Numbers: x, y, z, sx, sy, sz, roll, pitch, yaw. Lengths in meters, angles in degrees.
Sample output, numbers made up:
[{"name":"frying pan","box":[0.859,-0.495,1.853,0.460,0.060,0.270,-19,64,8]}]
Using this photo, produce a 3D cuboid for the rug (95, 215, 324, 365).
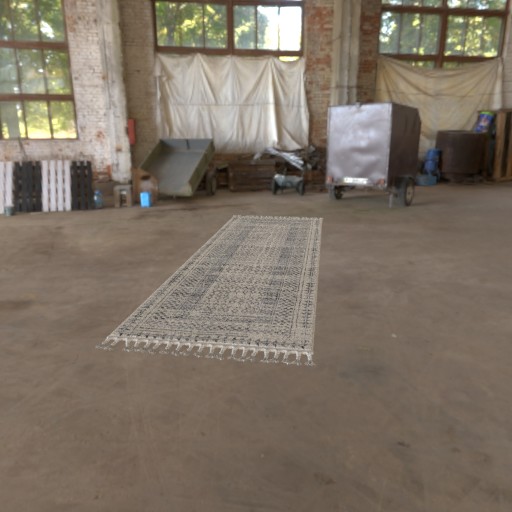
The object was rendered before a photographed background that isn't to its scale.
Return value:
[{"name":"rug","box":[0.000,0.000,2.686,0.786,0.013,2.480,3,17,9]}]
